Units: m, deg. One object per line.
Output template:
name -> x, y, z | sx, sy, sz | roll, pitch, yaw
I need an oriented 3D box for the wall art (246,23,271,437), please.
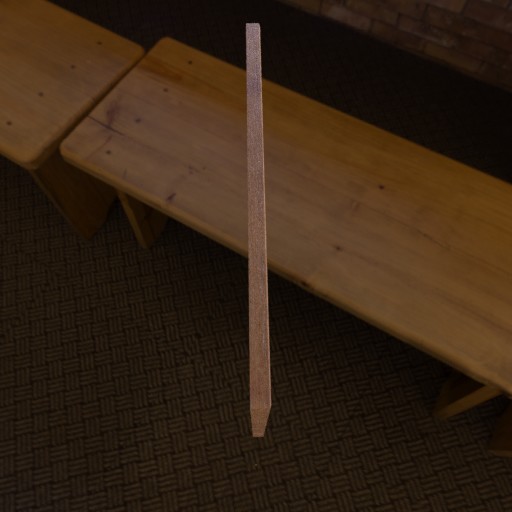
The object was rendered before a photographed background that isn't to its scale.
wall art -> 0.000, 0.000, 0.953 | 0.026, 0.588, 0.690 | -1, 65, 0
